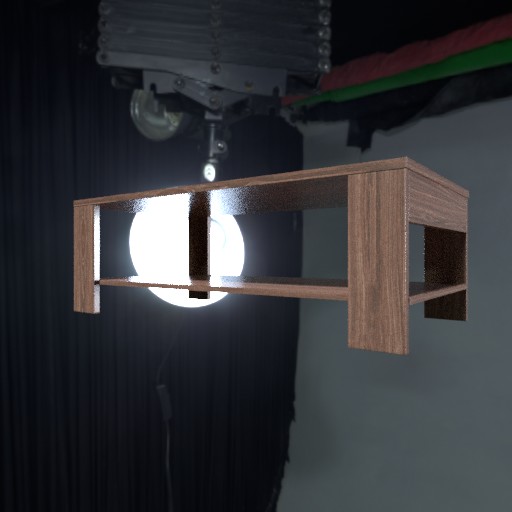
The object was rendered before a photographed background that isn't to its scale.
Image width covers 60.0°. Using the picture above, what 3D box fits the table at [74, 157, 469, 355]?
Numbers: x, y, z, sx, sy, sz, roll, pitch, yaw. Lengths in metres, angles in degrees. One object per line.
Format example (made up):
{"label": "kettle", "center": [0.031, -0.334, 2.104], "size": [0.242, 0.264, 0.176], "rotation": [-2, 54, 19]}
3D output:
{"label": "table", "center": [0.000, 0.000, 1.490], "size": [1.200, 0.400, 0.600], "rotation": [0, 0, 36]}
